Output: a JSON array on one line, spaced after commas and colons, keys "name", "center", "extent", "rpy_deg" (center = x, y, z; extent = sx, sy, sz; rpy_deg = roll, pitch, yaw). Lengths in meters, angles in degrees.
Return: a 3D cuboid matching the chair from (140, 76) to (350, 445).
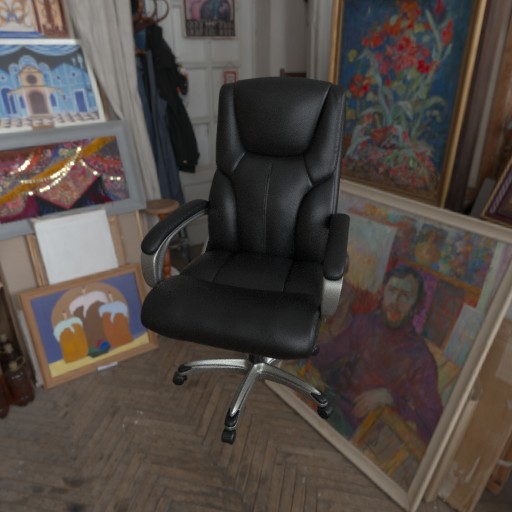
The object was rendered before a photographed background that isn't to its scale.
[{"name": "chair", "center": [0.000, 0.000, 1.579], "extent": [0.663, 1.155, 0.739], "rpy_deg": [8, 26, 16]}]
